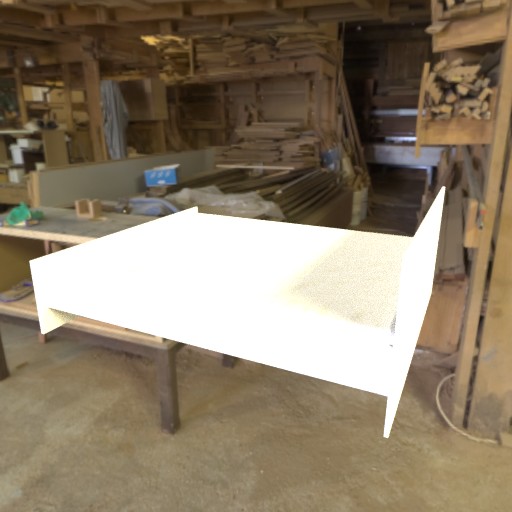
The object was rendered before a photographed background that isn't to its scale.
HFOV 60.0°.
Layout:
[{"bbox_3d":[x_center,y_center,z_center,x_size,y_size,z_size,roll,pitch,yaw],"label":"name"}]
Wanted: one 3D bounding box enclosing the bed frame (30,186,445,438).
[{"bbox_3d":[0.000,0.000,2.875,2.060,0.800,1.720,9,20,25],"label":"bed frame"}]
